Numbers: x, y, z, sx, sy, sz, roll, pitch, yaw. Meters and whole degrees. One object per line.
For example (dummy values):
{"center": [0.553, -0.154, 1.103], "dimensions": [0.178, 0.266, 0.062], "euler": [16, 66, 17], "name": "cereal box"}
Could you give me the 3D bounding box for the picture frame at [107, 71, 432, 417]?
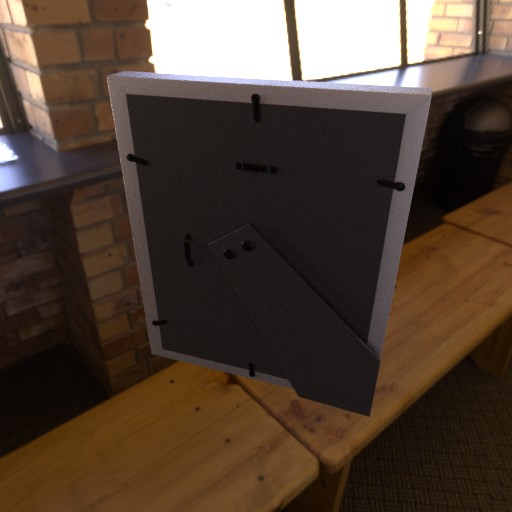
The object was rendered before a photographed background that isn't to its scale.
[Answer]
{"center": [0.000, 0.000, 0.382], "dimensions": [0.233, 0.282, 0.036], "euler": [10, 32, 16], "name": "picture frame"}
